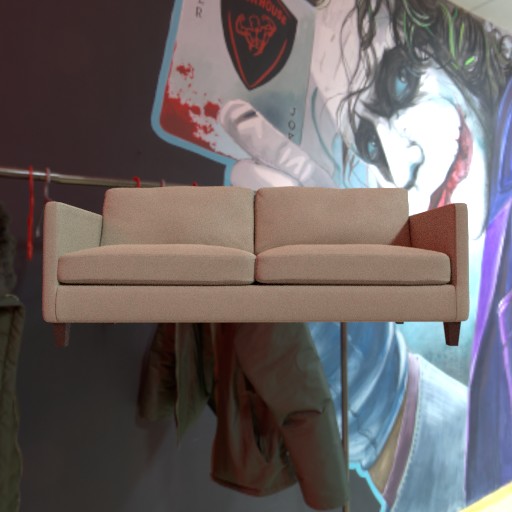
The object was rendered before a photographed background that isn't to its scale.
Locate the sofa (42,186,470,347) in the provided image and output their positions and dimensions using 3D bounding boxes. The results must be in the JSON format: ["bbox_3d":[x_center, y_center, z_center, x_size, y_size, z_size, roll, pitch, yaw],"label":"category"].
[{"bbox_3d":[0.000,0.000,2.681,2.181,0.932,0.948,0,-1,-1],"label":"sofa"}]
